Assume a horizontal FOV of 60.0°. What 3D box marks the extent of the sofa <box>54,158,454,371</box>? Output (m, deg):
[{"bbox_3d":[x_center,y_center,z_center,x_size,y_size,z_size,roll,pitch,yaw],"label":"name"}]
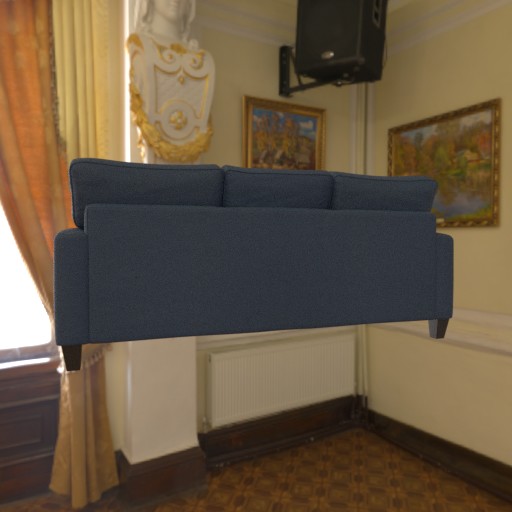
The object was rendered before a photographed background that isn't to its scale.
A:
[{"bbox_3d":[0.000,0.000,2.667,2.158,0.965,0.951,-1,2,-19],"label":"sofa"}]
